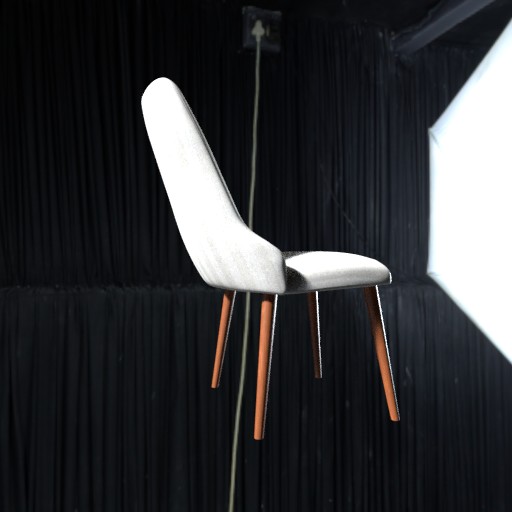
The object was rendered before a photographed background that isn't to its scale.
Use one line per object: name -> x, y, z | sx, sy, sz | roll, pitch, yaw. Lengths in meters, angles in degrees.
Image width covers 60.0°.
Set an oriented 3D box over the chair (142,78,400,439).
chair -> 0.000, 0.000, 1.364 | 0.684, 0.917, 0.526 | 0, -1, -19
